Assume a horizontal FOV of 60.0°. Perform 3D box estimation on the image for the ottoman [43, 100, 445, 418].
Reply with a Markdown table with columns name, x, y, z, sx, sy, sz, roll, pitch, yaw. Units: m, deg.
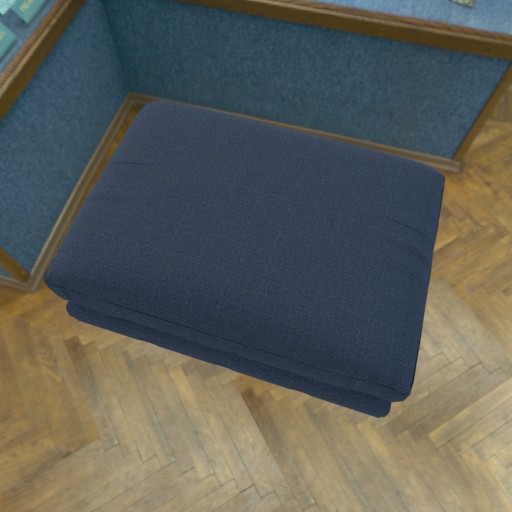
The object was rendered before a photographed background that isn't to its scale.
| name | x | y | z | sx | sy | sz | roll | pitch | yaw |
| --- | --- | --- | --- | --- | --- | --- | --- | --- | --- |
| ottoman | 0.000 | 0.000 | 1.103 | 0.767 | 0.486 | 0.558 | 16 | 65 | 8 |
